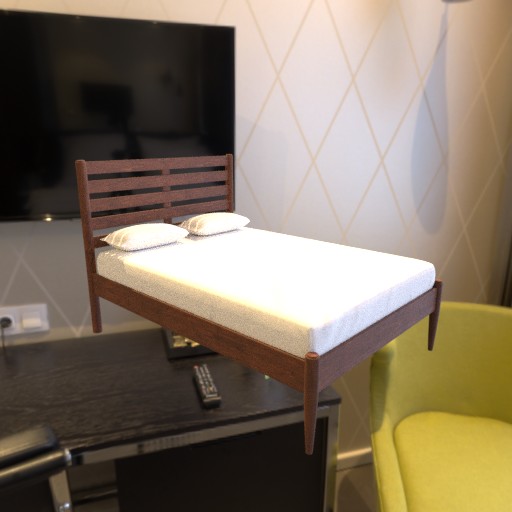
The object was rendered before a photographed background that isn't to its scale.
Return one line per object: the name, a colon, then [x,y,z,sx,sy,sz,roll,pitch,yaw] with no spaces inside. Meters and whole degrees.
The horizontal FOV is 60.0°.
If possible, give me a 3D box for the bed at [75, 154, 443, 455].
bed: [0.000,0.000,3.124,2.093,1.304,1.509,14,20,41]
